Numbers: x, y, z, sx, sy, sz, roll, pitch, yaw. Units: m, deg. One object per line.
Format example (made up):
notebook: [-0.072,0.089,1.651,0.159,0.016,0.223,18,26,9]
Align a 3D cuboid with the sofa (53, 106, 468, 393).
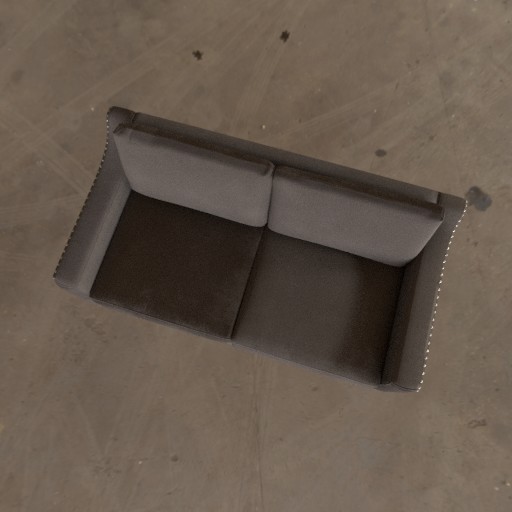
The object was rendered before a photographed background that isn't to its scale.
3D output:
sofa: [0.000,0.000,3.242,2.550,1.196,1.336,16,74,5]
